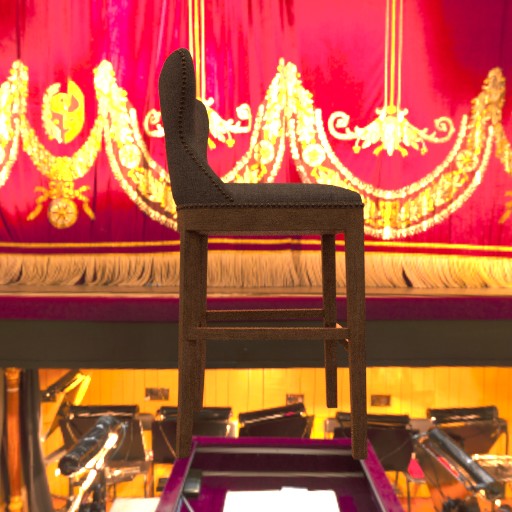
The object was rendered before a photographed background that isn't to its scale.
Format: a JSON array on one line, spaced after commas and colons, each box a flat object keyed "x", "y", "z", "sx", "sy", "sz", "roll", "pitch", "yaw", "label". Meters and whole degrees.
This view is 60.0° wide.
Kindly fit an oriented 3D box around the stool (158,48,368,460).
[{"x": 0.000, "y": 0.000, "z": 1.416, "sx": 0.606, "sy": 1.123, "sz": 0.494, "roll": 0, "pitch": 1, "yaw": -1, "label": "stool"}]
